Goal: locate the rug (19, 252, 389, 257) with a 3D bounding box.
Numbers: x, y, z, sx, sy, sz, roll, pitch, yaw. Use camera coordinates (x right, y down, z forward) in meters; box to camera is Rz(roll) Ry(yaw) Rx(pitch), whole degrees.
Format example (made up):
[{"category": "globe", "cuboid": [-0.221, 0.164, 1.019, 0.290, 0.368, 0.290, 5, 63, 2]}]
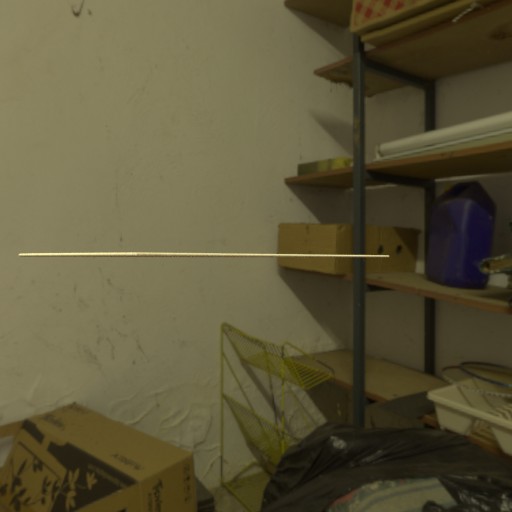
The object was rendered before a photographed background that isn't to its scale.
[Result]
[{"category": "rug", "cuboid": [0.000, 0.000, 2.676, 0.793, 0.014, 2.450, 0, 0, 36]}]
